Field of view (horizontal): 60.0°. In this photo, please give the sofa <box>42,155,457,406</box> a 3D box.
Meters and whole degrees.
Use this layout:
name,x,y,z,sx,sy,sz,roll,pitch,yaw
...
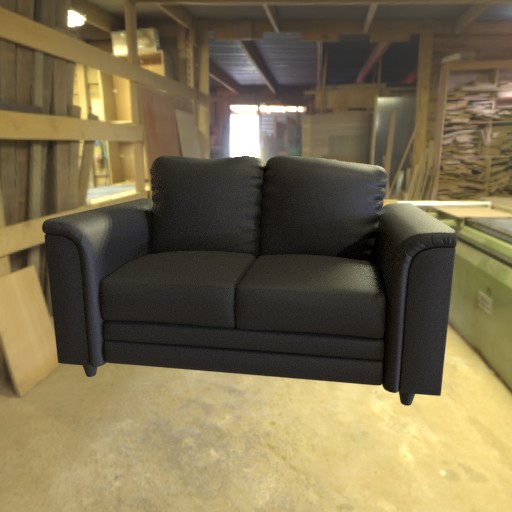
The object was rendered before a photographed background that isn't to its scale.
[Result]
name,x,y,z,sx,sy,sz,roll,pitch,yaw
sofa,0.000,0.000,1.904,1.386,0.845,0.887,2,13,10
